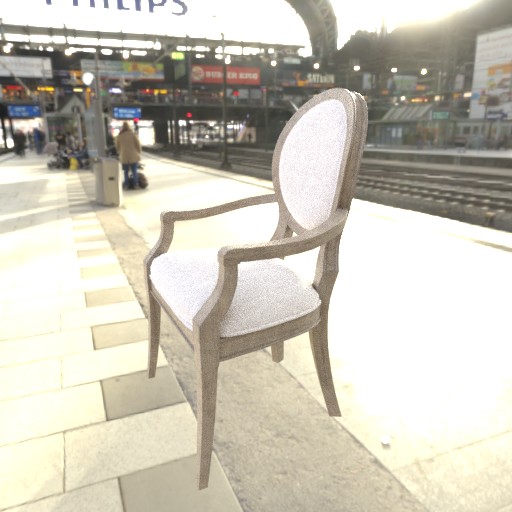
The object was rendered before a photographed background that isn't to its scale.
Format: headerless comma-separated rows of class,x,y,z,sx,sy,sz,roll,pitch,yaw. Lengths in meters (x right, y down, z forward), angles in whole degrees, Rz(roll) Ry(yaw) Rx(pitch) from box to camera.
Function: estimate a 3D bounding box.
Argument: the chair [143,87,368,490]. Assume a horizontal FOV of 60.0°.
chair,0.000,0.000,1.362,0.602,0.991,0.611,-7,17,-24
